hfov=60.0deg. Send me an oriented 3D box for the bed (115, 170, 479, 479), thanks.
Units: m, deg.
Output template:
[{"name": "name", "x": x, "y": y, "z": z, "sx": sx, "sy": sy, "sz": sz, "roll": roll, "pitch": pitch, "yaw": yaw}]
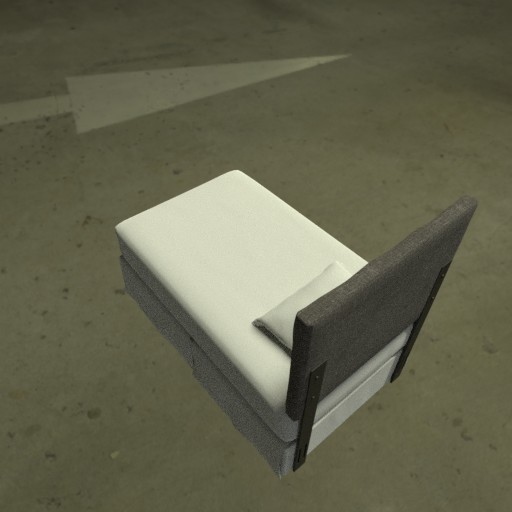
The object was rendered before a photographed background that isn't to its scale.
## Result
[{"name": "bed", "x": 0.000, "y": 0.000, "z": 2.925, "sx": 1.261, "sy": 1.571, "sz": 1.997, "roll": -30, "pitch": 53, "yaw": -26}]
